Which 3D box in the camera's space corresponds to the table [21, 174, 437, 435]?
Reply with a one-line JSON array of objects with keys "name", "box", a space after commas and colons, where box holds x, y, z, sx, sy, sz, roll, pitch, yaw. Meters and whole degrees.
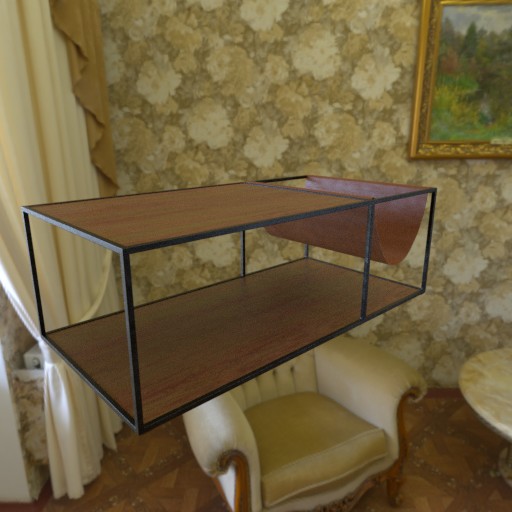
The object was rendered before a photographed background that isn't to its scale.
[{"name": "table", "box": [0.000, 0.000, 1.447, 1.199, 0.403, 0.597, -15, 22, -41]}]
